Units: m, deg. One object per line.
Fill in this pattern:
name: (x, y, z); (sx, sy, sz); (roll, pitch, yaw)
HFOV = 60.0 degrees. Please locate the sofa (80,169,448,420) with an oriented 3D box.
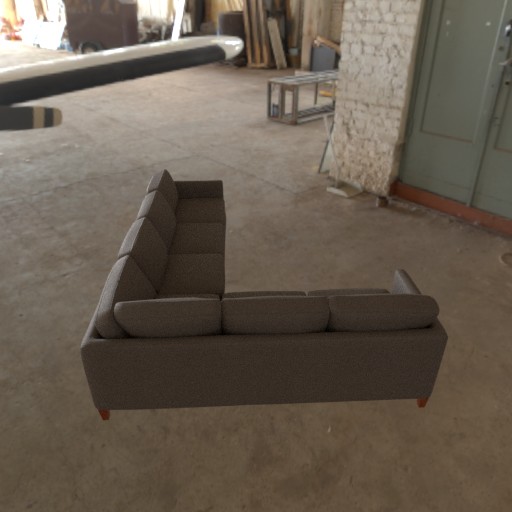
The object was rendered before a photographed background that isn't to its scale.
sofa: (0.000, 0.000, 4.566); (2.593, 0.947, 3.302); (-1, 30, -2)
